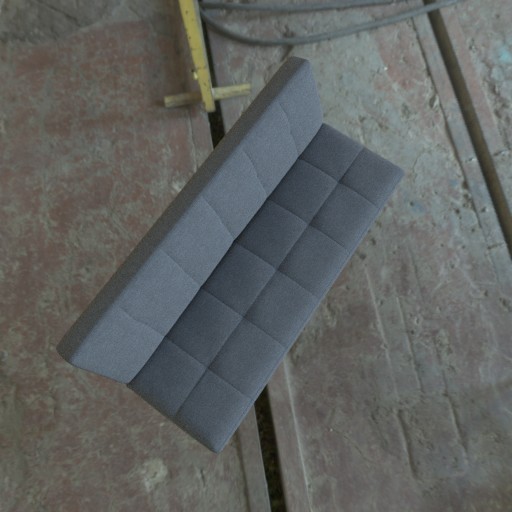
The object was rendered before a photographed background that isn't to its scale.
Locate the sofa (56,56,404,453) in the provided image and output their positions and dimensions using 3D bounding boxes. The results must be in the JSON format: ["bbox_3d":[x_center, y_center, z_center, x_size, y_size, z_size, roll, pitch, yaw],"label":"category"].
[{"bbox_3d":[0.000,0.000,2.308,0.820,0.770,1.820,34,77,9],"label":"sofa"}]
